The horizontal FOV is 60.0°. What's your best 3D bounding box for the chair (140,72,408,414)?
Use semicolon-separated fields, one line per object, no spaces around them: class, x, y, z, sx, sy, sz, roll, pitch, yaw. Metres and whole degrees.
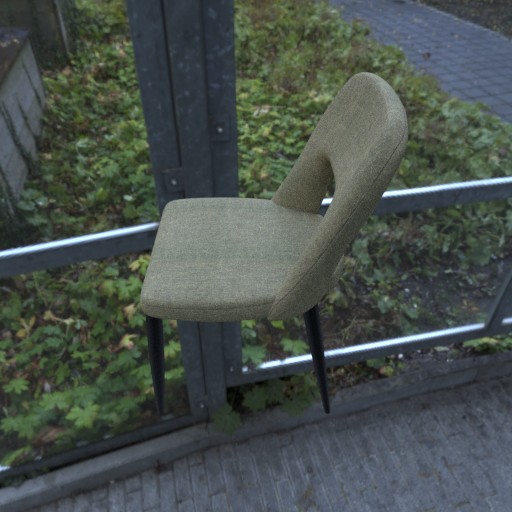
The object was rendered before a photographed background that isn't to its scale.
chair;0.000;0.000;1.243;0.612;0.931;0.470;0;40;0
